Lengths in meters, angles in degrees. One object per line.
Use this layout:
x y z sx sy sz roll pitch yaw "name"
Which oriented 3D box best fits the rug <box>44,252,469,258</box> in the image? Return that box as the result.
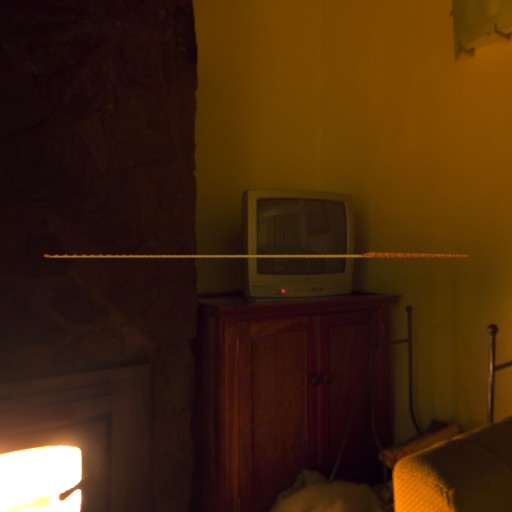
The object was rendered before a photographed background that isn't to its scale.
0.000 0.000 4.318 3.369 0.035 2.451 0 0 37 "rug"
